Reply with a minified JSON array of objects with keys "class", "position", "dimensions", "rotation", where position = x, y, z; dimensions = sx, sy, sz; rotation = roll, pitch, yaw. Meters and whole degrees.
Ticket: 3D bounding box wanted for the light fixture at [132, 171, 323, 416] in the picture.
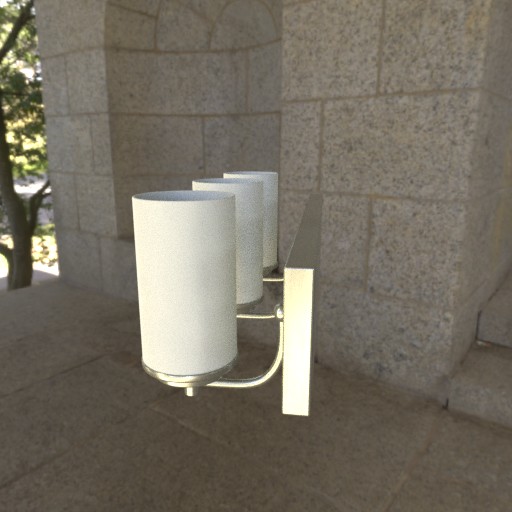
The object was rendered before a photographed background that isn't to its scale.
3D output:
[{"class":"light fixture","position":[0.000,0.000,0.514],"dimensions":[0.145,0.172,0.451],"rotation":[2,14,9]}]
